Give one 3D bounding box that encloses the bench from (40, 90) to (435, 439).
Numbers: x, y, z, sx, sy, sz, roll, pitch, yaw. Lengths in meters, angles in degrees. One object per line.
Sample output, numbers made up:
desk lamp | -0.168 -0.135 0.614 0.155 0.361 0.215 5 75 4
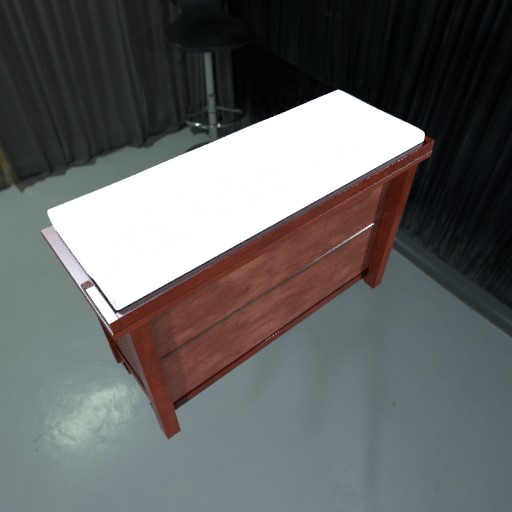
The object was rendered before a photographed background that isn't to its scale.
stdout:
bench | 0.000 0.000 1.329 0.987 0.646 0.369 -30 53 -26
